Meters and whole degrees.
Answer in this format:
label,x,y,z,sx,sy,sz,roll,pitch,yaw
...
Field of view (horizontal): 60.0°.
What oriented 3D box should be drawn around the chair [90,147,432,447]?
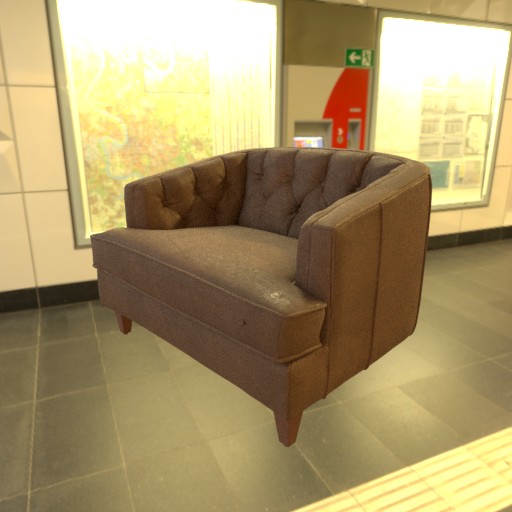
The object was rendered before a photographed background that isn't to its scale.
label,x,y,z,sx,sy,sz,roll,pitch,yaw
chair,0.000,0.000,1.717,0.914,0.787,1.118,-15,23,-41
